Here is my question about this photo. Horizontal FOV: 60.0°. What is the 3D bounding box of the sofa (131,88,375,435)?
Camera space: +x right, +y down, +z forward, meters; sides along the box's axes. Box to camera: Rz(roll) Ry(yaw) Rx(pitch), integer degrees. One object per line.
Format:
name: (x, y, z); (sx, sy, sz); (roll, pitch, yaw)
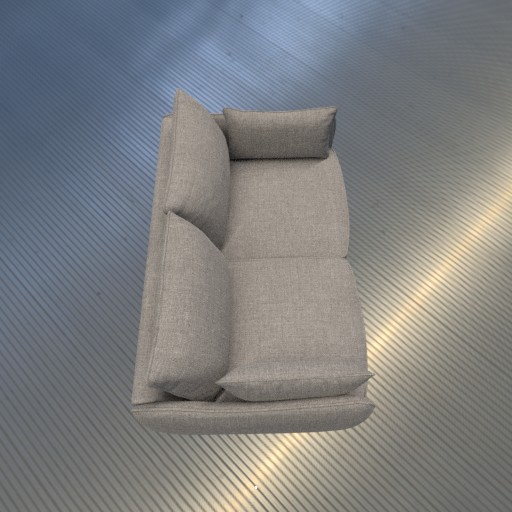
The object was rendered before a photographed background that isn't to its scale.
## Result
sofa: (0.000, 0.000, 2.144); (0.972, 0.851, 1.580); (-1, 62, 0)
